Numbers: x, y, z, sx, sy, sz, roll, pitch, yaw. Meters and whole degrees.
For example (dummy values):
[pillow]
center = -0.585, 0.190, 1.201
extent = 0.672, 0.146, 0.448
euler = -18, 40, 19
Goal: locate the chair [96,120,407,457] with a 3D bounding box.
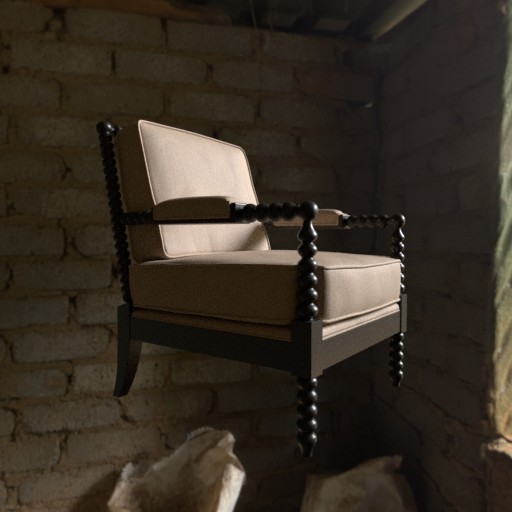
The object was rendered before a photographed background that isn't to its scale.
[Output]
[chair]
center = 0.000, 0.000, 1.167
extent = 0.657, 0.703, 0.555
euler = 1, 2, 36
